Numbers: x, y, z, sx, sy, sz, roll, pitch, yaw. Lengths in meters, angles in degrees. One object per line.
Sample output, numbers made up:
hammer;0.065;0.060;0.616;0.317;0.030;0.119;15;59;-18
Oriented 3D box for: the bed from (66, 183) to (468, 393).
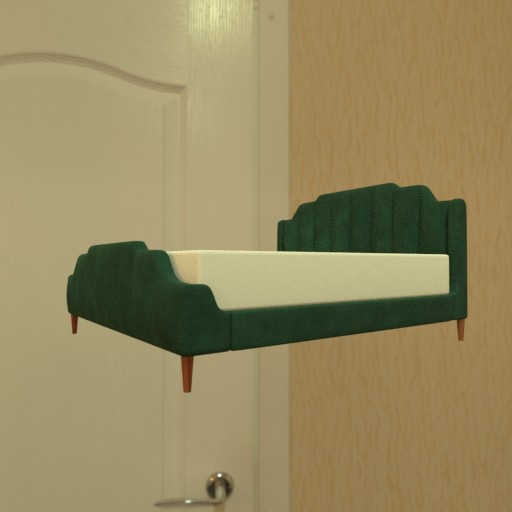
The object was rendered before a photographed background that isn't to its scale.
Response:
bed;0.000;0.000;3.407;2.340;1.245;2.074;1;-1;-36
